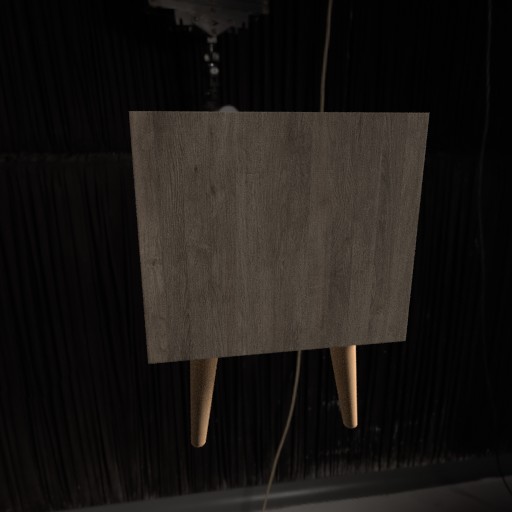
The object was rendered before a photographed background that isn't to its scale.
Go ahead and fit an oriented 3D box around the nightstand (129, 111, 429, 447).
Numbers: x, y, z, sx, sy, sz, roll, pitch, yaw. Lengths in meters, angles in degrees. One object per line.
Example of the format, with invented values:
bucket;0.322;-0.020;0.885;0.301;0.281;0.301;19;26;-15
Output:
nightstand;0.000;0.000;0.832;0.380;0.500;0.480;-3;17;-10
